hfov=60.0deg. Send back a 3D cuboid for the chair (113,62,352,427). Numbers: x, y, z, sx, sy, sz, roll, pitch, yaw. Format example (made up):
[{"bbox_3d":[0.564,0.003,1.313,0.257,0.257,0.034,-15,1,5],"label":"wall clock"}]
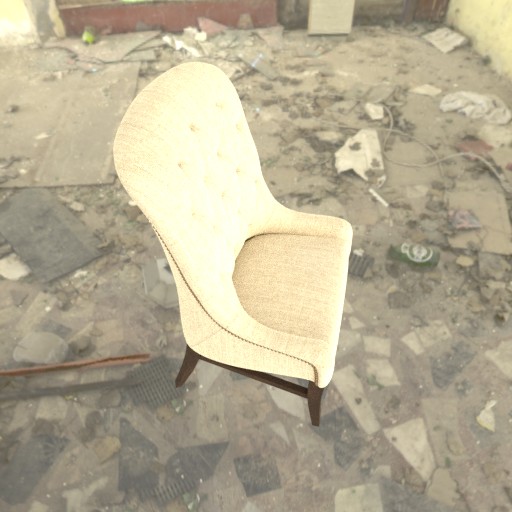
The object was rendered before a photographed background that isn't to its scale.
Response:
[{"bbox_3d":[0.000,0.000,1.474,0.629,1.091,0.634,10,48,9],"label":"chair"}]
